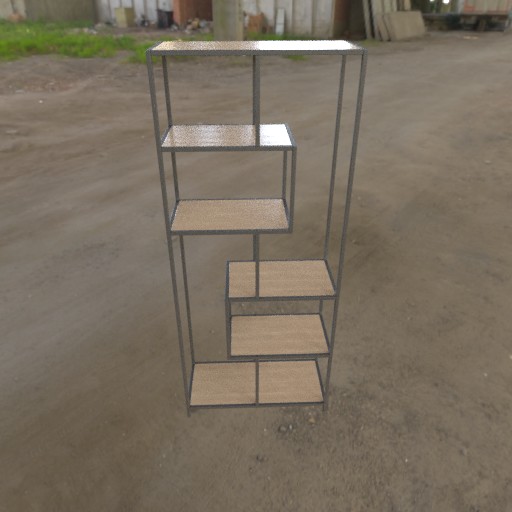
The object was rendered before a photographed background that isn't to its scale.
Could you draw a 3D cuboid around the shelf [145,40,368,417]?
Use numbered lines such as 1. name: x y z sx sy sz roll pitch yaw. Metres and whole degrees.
1. shelf: 0.000 0.000 2.144 0.770 1.850 0.350 -1 31 -2
